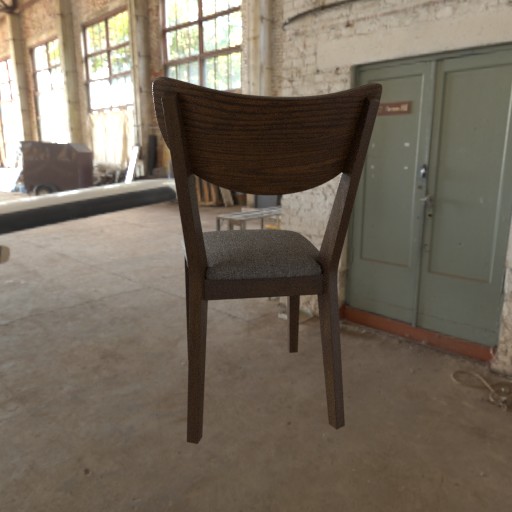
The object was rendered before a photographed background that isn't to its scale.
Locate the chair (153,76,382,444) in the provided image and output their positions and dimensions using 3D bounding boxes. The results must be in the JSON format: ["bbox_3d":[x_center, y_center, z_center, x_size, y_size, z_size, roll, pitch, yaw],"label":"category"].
[{"bbox_3d":[0.000,0.000,1.221,0.491,0.849,0.583,-2,13,-9],"label":"chair"}]
